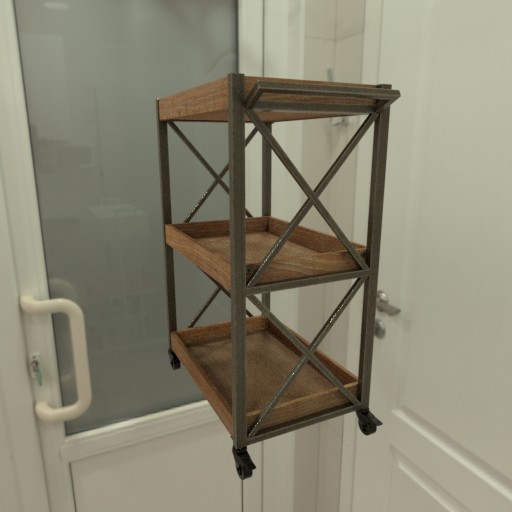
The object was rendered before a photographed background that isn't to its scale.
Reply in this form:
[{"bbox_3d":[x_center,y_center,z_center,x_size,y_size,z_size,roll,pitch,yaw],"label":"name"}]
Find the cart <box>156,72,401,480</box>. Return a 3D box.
[{"bbox_3d":[0.000,0.000,1.204,0.377,0.835,0.673,-7,16,-25],"label":"cart"}]
